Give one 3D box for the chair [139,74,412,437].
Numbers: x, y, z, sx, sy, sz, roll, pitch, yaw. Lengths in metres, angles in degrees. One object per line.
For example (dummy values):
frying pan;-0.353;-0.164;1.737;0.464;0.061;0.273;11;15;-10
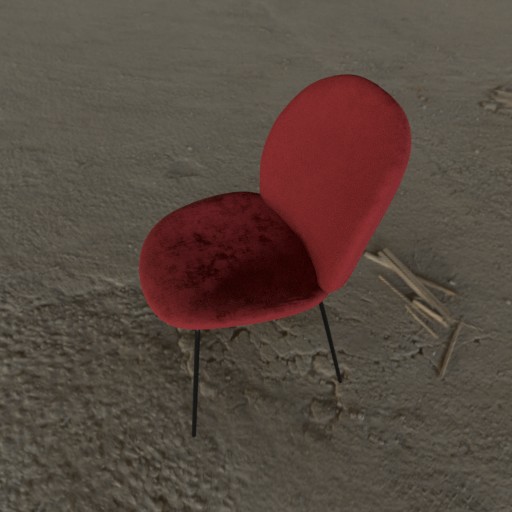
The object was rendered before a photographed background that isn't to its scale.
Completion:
chair;0.000;0.000;1.136;0.587;0.791;0.458;-16;48;-15
